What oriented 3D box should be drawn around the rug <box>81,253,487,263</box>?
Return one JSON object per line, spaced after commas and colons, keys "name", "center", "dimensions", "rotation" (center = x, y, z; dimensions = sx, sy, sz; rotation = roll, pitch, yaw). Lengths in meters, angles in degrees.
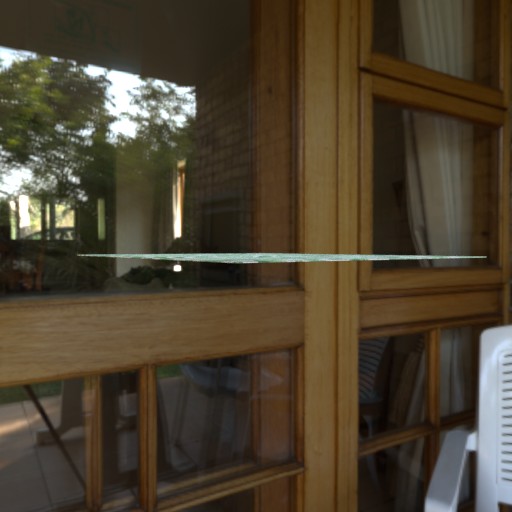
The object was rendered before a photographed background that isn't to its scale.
{"name": "rug", "center": [0.000, 0.000, 4.127], "dimensions": [2.436, 0.007, 3.045], "rotation": [-1, 1, -36]}
